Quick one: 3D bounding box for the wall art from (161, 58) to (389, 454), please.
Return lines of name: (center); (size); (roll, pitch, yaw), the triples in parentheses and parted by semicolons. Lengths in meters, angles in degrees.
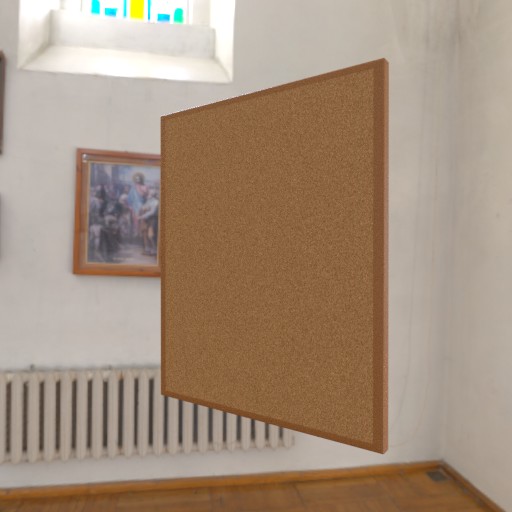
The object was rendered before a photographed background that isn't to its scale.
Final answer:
wall art: (0.000, 0.000, 0.756); (0.452, 0.553, 0.022); (0, 0, 36)
